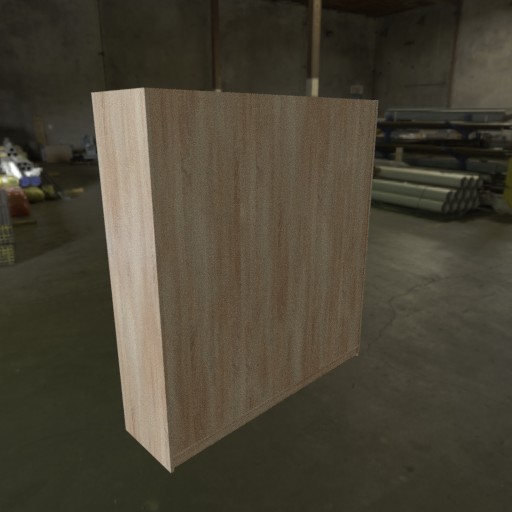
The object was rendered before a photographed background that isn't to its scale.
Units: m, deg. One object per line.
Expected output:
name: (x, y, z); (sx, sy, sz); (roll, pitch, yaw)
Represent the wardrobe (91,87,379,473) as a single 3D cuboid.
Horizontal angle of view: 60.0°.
wardrobe: (0.000, 0.000, 3.200); (1.998, 2.159, 0.598); (-16, 23, -42)
